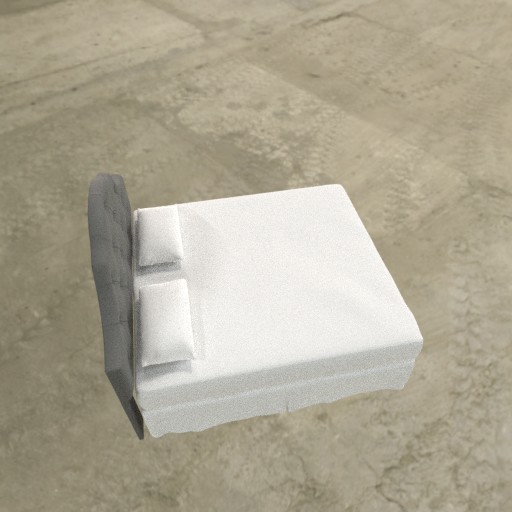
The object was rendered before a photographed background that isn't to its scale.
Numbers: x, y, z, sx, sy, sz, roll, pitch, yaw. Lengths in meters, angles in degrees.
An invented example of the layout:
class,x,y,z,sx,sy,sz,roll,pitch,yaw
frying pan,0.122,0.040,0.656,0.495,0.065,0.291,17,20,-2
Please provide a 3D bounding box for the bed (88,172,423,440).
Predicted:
class,x,y,z,sx,sy,sz,roll,pitch,yaw
bed,0.000,0.000,3.598,2.214,1.615,2.008,-8,48,-8
